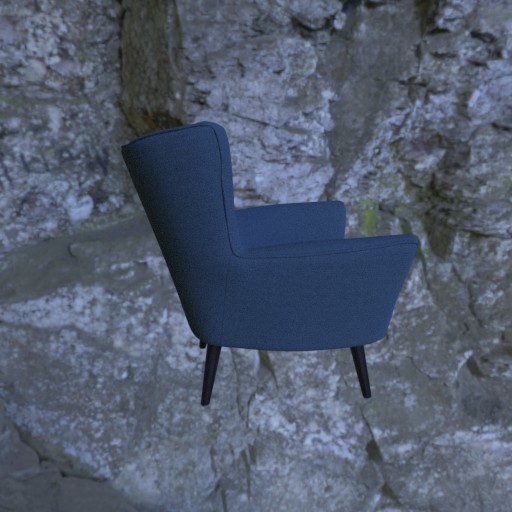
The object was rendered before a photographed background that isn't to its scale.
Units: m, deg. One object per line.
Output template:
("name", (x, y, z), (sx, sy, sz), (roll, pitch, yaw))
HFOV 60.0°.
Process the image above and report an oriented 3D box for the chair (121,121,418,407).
("chair", (0.000, 0.000, 1.626), (0.888, 0.933, 0.781), (-2, 16, -8))
